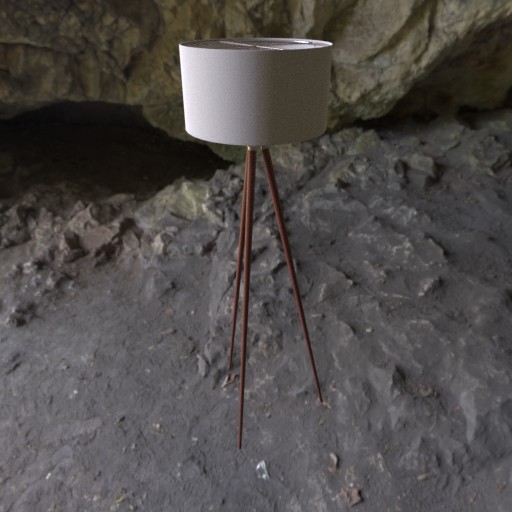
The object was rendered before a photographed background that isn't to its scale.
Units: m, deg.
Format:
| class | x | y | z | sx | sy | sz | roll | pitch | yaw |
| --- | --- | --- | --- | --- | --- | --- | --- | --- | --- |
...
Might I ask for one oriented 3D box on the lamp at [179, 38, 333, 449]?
| class | x | y | z | sx | sy | sz | roll | pitch | yaw |
| --- | --- | --- | --- | --- | --- | --- | --- | --- | --- |
| lamp | 0.000 | 0.000 | 1.790 | 0.483 | 1.553 | 0.483 | -19 | 35 | -29 |
